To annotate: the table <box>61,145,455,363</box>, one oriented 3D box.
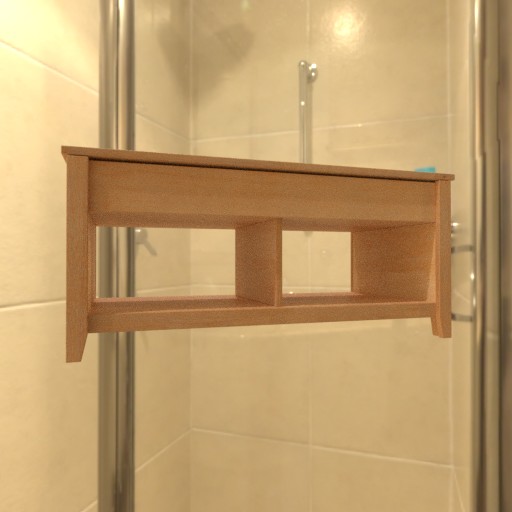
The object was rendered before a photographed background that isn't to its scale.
[{"bbox_3d":[0.000,0.000,1.314,1.016,0.457,0.483,0,-1,-18],"label":"table"}]
